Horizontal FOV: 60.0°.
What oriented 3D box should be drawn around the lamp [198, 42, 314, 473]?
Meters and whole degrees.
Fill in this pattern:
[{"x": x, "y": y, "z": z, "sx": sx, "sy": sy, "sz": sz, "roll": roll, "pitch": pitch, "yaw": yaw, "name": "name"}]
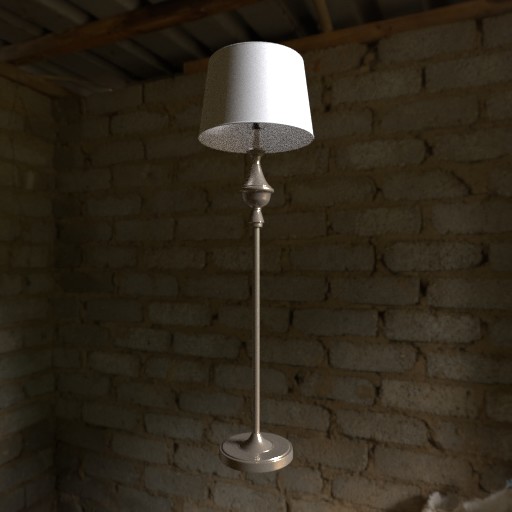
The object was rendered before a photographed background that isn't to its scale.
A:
[{"x": 0.000, "y": 0.000, "z": 1.659, "sx": 0.431, "sy": 1.488, "sz": 0.431, "roll": 0, "pitch": 0, "yaw": 0, "name": "lamp"}]
